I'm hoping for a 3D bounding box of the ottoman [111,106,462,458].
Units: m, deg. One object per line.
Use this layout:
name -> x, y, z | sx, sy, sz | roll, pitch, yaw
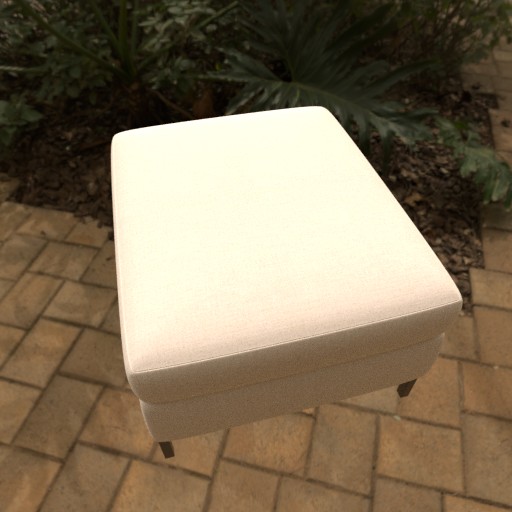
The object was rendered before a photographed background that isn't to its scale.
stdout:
ottoman -> 0.000, 0.000, 1.163 | 0.657, 0.453, 0.794 | -11, 48, -10
